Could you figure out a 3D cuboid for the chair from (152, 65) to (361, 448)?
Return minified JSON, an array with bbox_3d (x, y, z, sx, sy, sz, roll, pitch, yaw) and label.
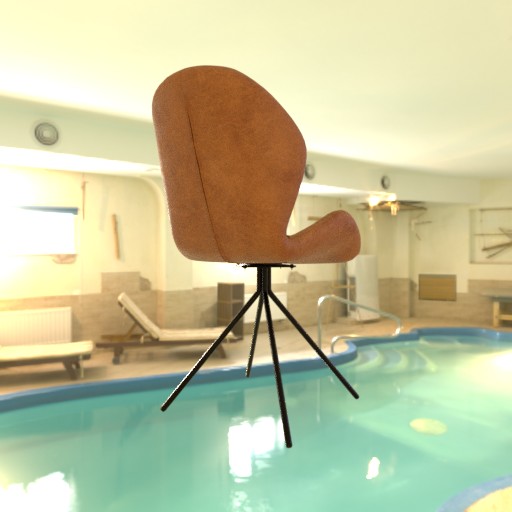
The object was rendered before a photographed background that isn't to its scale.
[{"bbox_3d":[0.000,0.000,1.336,0.527,0.929,0.640,0,1,35],"label":"chair"}]
